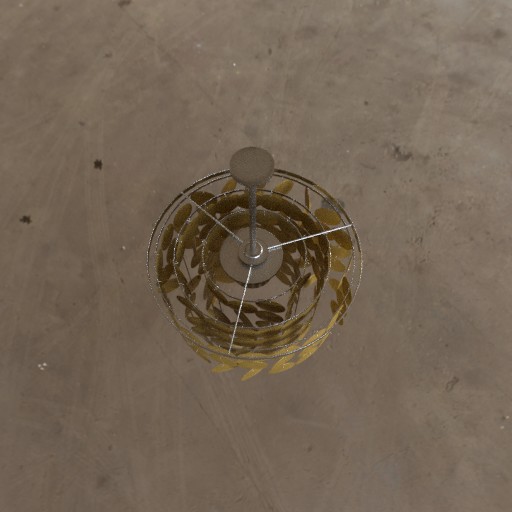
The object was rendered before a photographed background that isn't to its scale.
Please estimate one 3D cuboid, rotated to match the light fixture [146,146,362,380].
[{"bbox_3d":[0.000,0.000,0.748,0.368,0.492,0.368,0,63,0],"label":"light fixture"}]
